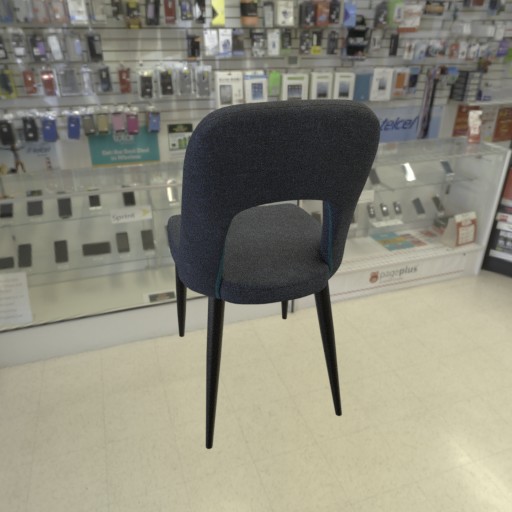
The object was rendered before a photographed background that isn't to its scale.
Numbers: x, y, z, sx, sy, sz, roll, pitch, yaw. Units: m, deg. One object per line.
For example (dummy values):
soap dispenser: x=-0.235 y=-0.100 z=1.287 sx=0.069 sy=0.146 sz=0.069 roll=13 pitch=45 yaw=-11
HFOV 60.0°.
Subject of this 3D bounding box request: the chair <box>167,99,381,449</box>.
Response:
chair: x=0.000 y=0.000 z=1.283 sx=0.470 sy=0.931 sz=0.612 roll=-8 pitch=28 yaw=-14
